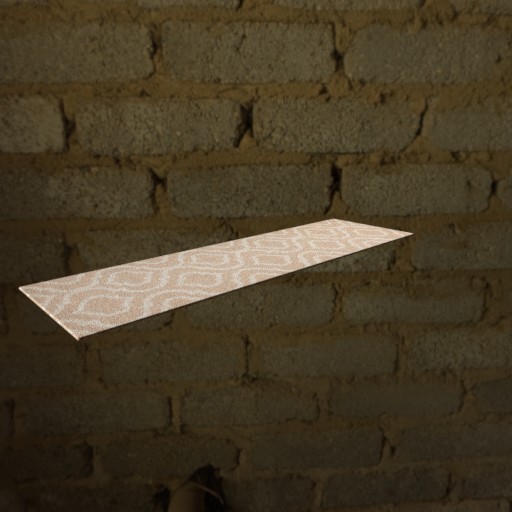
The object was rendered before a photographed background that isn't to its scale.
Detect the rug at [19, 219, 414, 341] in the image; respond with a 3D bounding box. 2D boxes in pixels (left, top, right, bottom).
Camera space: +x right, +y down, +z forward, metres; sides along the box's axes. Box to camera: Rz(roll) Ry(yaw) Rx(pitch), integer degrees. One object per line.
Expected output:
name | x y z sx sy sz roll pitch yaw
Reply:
rug | 0.000 0.000 2.509 2.289 0.013 0.691 -14 22 -40
